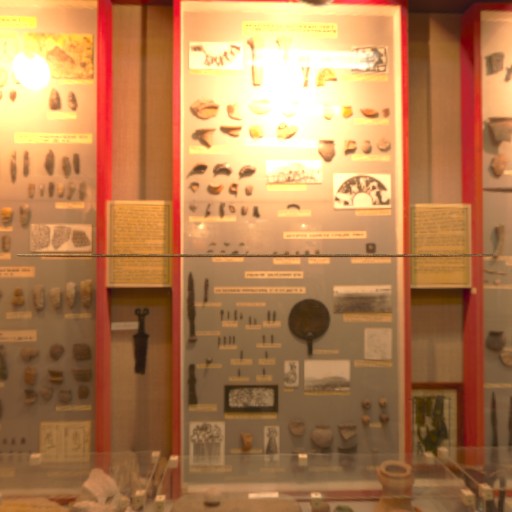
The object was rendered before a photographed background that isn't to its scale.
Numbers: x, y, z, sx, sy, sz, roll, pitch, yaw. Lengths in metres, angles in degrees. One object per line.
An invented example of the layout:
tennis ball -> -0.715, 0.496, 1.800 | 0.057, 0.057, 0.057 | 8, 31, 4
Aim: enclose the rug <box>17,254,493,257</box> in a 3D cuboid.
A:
rug -> 0.000, 0.000, 2.652 | 2.446, 0.011, 0.768 | 0, 0, -1
